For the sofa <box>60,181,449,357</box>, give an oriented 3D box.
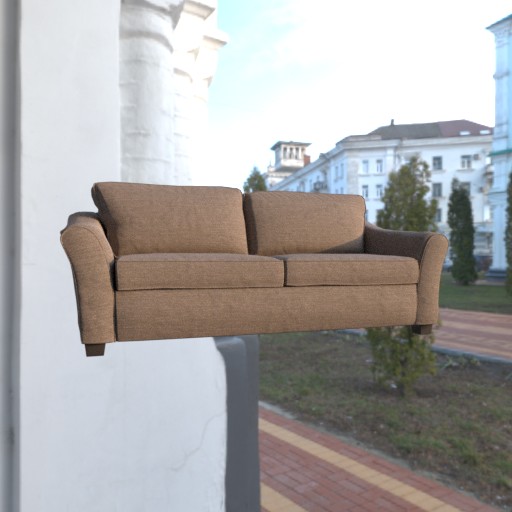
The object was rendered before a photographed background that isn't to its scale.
[{"bbox_3d":[0.000,0.000,2.823,2.270,0.965,0.980,0,0,-19],"label":"sofa"}]
